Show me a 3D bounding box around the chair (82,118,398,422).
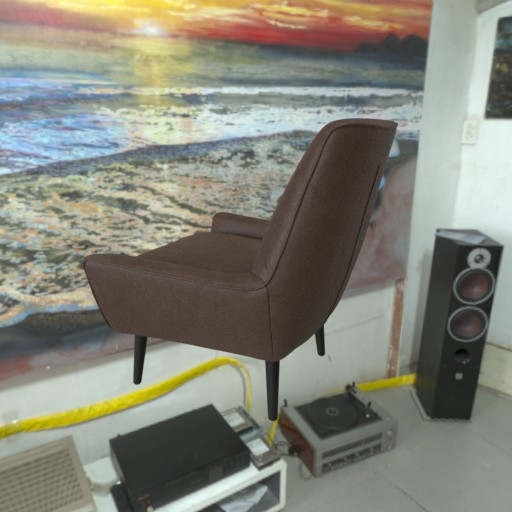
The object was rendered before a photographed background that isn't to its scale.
[{"bbox_3d":[0.000,0.000,1.500,0.824,0.888,0.787,9,19,26],"label":"chair"}]
